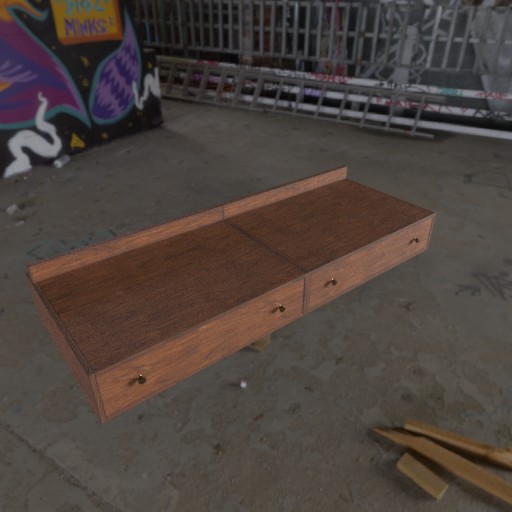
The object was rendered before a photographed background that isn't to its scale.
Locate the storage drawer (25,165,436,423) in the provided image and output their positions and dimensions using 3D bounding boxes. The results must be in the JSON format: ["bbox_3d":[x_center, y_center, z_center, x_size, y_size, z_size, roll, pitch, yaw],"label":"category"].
[{"bbox_3d":[0.000,0.000,2.196,1.914,0.339,0.774,-22,38,-32],"label":"storage drawer"}]
